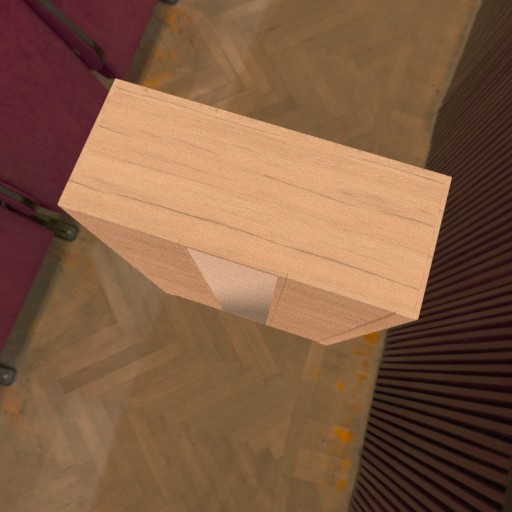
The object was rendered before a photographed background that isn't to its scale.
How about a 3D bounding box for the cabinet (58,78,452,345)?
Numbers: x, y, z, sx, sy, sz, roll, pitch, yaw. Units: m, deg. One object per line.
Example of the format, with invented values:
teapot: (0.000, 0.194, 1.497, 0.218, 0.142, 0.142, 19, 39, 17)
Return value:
cabinet: (0.000, 0.000, 2.699, 1.400, 2.070, 0.580, 18, 77, 4)
